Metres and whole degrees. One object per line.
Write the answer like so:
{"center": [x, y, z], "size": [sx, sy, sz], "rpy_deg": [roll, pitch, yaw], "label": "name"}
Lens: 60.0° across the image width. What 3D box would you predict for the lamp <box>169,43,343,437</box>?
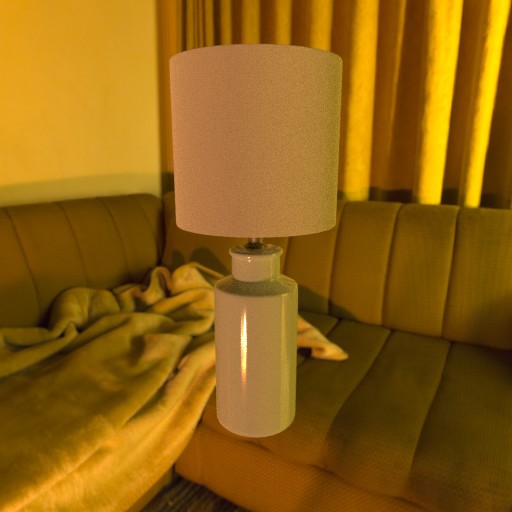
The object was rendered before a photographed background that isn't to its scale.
{"center": [0.000, 0.000, 0.609], "size": [0.212, 0.493, 0.212], "rpy_deg": [2, 14, 9], "label": "lamp"}
